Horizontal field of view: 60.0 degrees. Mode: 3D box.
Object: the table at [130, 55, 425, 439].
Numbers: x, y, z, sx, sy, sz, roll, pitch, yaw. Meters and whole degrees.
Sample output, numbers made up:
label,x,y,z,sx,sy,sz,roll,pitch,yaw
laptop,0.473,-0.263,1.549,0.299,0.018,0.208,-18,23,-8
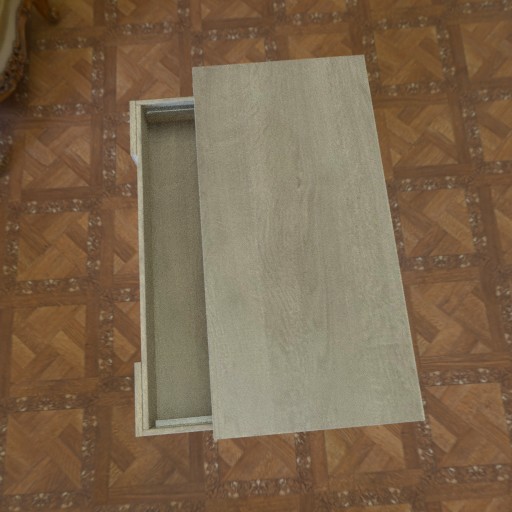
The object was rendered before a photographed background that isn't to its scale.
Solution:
label,x,y,z,sx,sy,sz,roll,pitch,yaw
table,0.000,0.000,1.427,0.711,0.570,1.000,-5,76,-1
